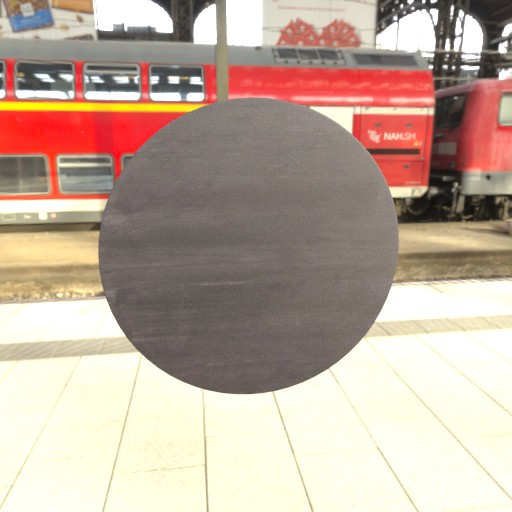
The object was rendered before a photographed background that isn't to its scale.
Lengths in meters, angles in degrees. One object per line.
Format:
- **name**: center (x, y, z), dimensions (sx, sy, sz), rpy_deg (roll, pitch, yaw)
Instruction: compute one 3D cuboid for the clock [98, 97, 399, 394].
- **clock**: center (0.000, 0.000, 0.883), dimensions (0.595, 0.595, 0.029), rpy_deg (-2, 14, -10)
